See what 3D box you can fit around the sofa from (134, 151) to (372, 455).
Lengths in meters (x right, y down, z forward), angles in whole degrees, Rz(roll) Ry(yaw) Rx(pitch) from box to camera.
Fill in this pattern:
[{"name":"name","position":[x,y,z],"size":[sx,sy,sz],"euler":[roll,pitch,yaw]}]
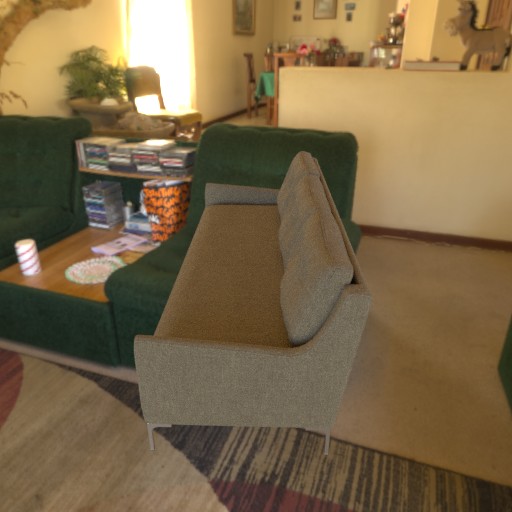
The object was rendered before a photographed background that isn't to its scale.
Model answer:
[{"name":"sofa","position":[0.000,0.000,2.553],"size":[0.849,0.837,2.060],"euler":[1,25,2]}]
